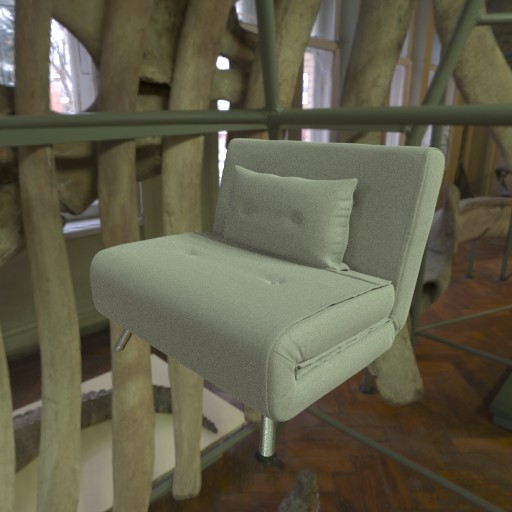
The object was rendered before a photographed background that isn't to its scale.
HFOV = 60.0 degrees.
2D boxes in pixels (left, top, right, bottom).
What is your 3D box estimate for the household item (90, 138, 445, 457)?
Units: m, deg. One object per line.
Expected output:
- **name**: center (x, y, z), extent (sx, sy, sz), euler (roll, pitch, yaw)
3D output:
- **household item**: center (0.000, 0.000, 1.653), extent (1.000, 0.800, 0.874), euler (16, 24, 42)
